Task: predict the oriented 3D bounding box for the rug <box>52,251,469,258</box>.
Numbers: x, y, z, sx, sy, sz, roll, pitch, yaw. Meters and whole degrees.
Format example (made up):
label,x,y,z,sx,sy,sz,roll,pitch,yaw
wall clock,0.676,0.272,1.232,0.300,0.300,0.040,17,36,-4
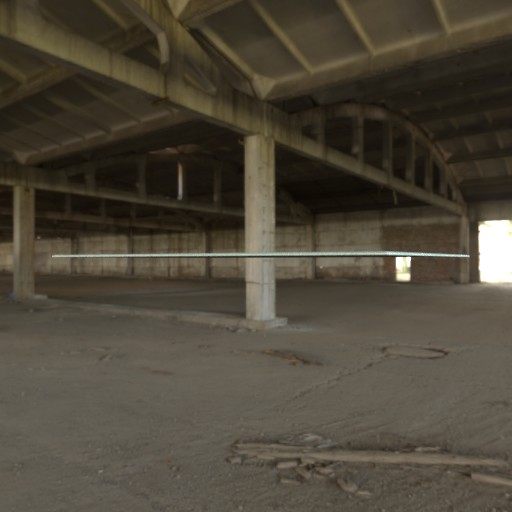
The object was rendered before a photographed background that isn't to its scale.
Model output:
label,x,y,z,sx,sy,sz,roll,pitch,yaw
rug,0.000,0.000,2.337,1.840,0.012,1.219,0,-1,36
